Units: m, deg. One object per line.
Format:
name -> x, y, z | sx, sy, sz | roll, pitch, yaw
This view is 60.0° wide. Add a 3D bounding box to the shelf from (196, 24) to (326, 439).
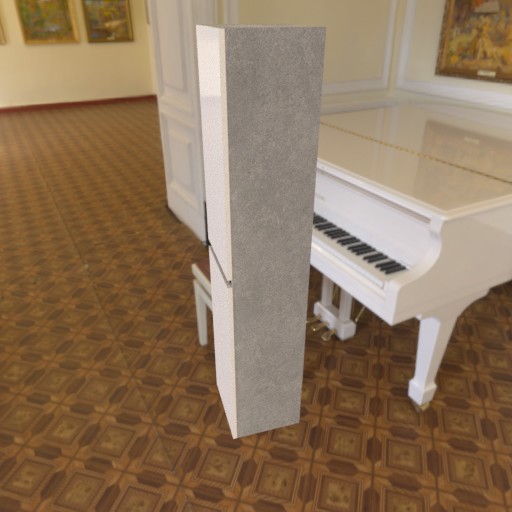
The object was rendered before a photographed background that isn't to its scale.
shelf -> 0.000, 0.000, 1.517 | 0.270, 1.400, 0.300 | -8, 30, -14
